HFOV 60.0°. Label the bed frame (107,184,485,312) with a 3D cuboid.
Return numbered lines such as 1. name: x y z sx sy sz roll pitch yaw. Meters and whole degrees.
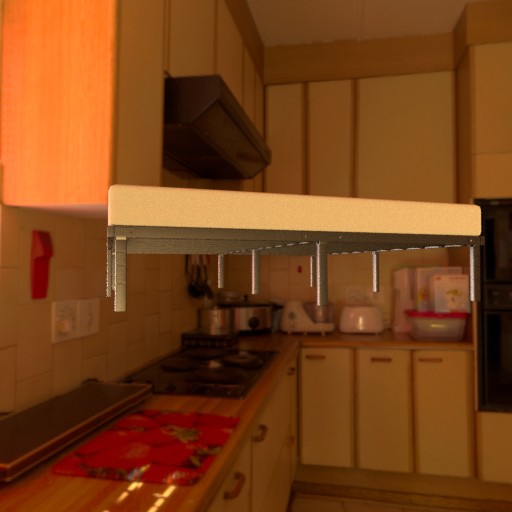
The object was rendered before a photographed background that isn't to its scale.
1. bed frame: 0.000 0.000 3.957 2.526 0.680 2.635 1 -2 -18
